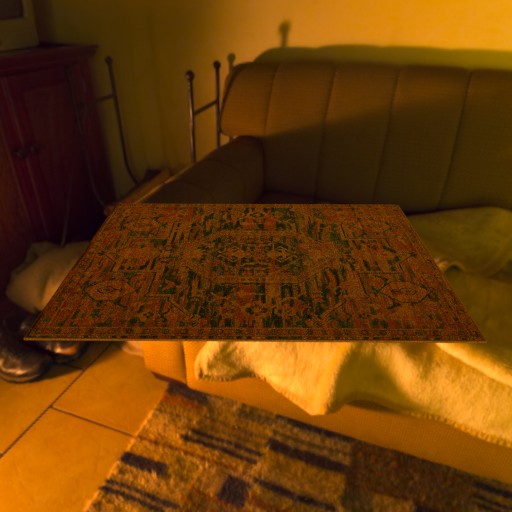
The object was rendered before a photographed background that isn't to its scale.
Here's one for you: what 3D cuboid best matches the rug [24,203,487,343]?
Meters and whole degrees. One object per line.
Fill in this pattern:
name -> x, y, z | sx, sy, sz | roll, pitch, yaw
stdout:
rug -> 0.000, 0.000, 2.784 | 2.204, 0.024, 1.588 | 0, 30, 0
